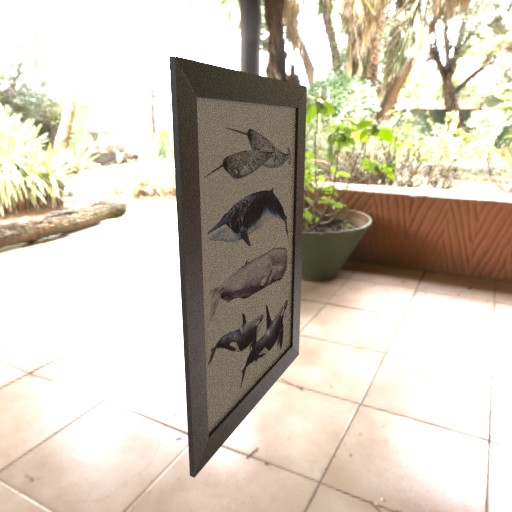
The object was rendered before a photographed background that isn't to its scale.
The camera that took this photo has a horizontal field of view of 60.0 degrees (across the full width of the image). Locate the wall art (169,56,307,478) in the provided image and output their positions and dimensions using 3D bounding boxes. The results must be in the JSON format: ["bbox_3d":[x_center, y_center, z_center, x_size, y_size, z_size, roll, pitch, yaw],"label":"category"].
[{"bbox_3d":[0.000,0.000,1.470,0.016,1.116,0.810,8,18,26],"label":"wall art"}]
